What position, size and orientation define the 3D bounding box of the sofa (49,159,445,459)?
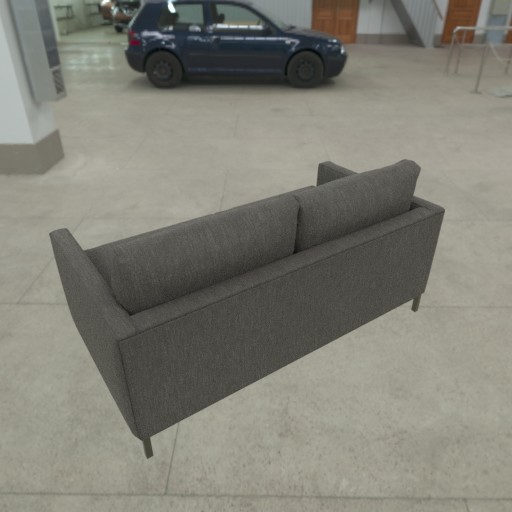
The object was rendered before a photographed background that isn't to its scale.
[{"bbox_3d":[0.000,0.000,2.160,1.682,0.840,0.875,-20,36,-29],"label":"sofa"}]
